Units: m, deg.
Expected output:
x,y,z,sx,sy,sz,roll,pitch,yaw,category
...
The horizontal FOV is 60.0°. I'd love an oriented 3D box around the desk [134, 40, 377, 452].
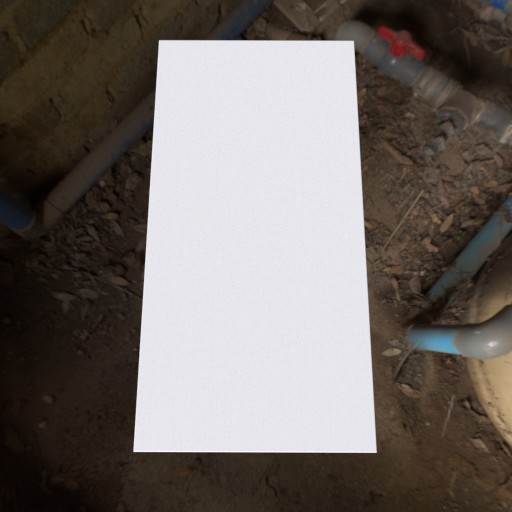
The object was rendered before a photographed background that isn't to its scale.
x,y,z,sx,sy,sz,roll,pitch,yaw,category
0.000,0.000,1.501,0.560,0.730,1.100,0,77,0,desk
